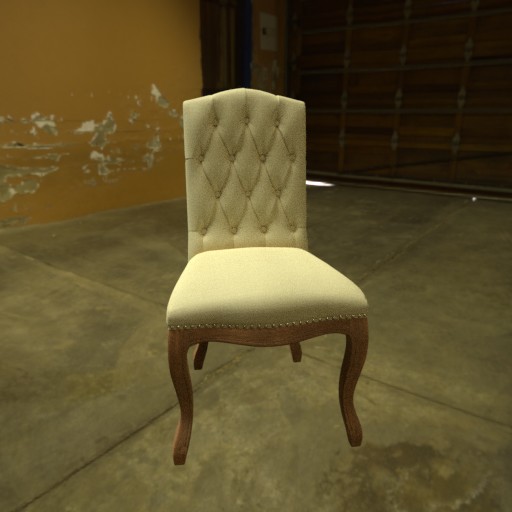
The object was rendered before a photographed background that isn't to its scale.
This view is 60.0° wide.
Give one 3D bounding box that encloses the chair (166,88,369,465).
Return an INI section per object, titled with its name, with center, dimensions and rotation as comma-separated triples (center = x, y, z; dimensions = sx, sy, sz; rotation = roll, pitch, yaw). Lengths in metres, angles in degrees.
[chair]
center = 0.000, 0.000, 1.584
dimensions = 0.623, 1.165, 0.715
rotation = -2, 17, -8
